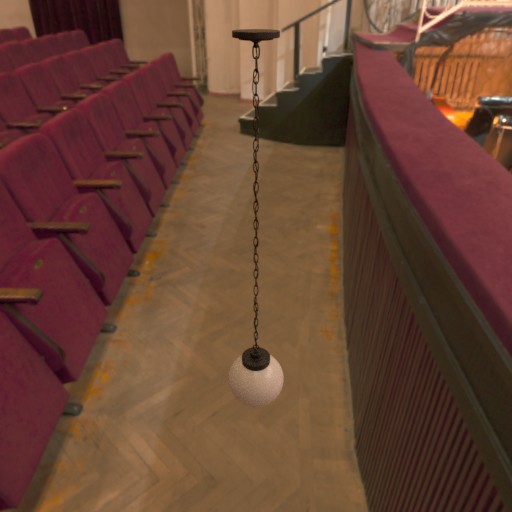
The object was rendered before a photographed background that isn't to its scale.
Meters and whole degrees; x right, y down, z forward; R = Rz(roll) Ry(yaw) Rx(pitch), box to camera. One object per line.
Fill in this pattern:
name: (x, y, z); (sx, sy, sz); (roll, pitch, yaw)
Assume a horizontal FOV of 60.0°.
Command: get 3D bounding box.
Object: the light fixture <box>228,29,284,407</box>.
light fixture: (0.000, 0.000, 2.056); (0.305, 1.867, 0.304); (0, 30, 1)
